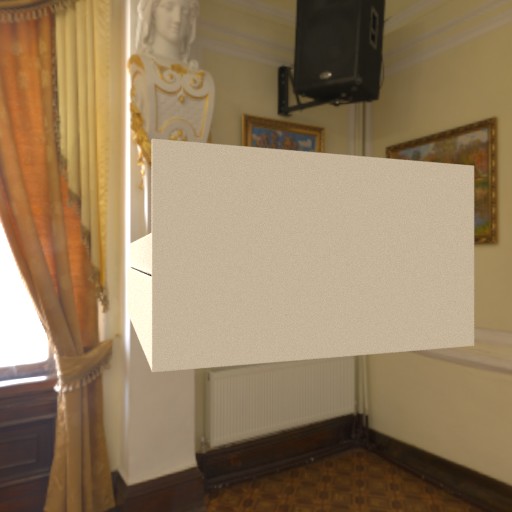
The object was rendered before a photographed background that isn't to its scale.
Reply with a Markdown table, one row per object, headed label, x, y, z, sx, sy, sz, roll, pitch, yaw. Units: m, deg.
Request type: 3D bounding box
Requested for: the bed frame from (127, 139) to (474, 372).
| label | x | y | z | sx | sy | sz | roll | pitch | yaw |
| --- | --- | --- | --- | --- | --- | --- | --- | --- | --- |
| bed frame | 0.000 | 0.000 | 2.642 | 1.400 | 0.800 | 1.900 | 0 | 0 | -19 |
